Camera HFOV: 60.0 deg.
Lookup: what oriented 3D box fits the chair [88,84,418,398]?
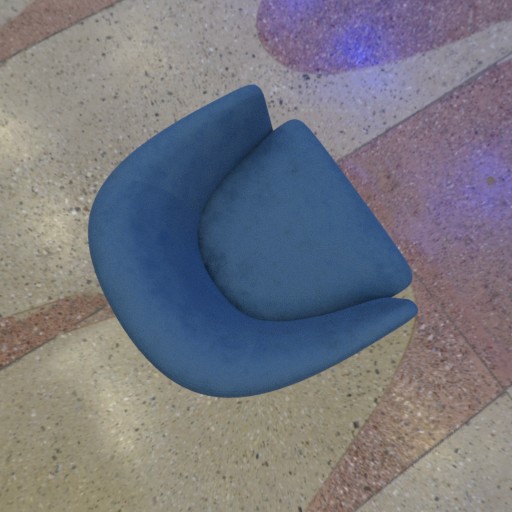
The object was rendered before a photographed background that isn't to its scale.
[{"bbox_3d":[0.000,0.000,1.358,0.767,0.698,0.773,-32,79,-7],"label":"chair"}]
